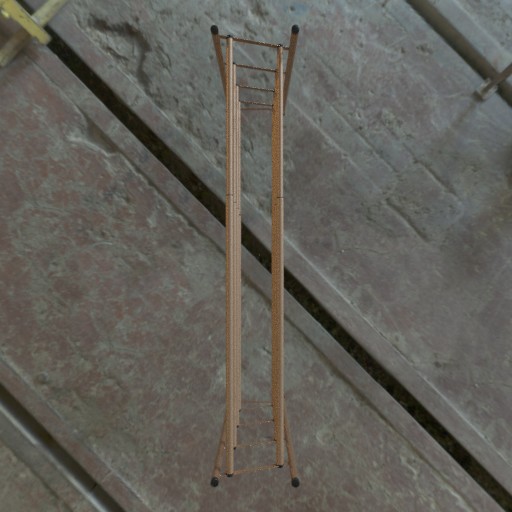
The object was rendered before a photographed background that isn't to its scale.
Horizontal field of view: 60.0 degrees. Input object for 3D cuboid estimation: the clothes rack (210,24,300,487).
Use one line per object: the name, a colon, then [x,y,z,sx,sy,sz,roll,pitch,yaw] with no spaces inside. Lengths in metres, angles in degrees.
clothes rack: [0.000,0.000,1.450,0.229,0.672,1.168,0,90,0]
